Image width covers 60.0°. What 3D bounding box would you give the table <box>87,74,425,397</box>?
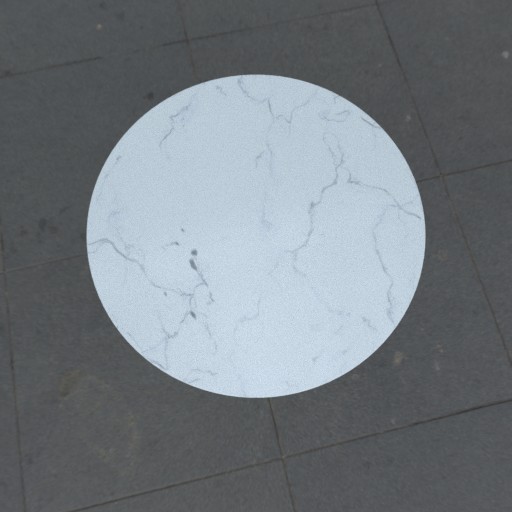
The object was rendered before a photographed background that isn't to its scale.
[{"bbox_3d":[0.000,0.000,0.859,0.500,0.420,0.500,0,76,0],"label":"table"}]
